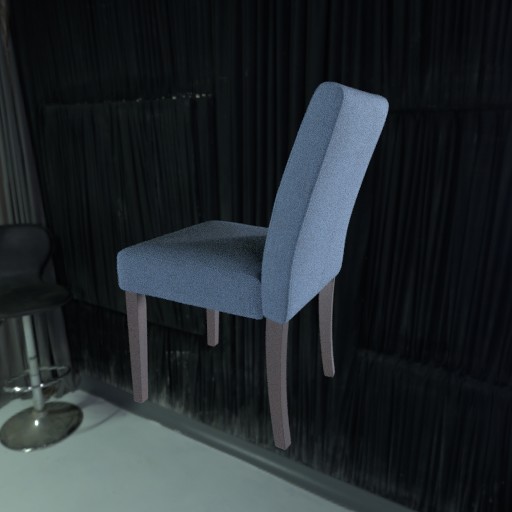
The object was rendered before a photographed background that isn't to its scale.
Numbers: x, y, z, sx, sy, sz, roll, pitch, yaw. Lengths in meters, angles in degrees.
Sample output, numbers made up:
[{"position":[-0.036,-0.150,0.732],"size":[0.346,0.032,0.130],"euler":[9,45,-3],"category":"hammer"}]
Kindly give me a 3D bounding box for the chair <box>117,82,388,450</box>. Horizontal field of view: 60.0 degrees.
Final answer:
[{"position":[0.000,0.000,1.273],"size":[0.629,0.882,0.487],"euler":[8,18,26],"category":"chair"}]
